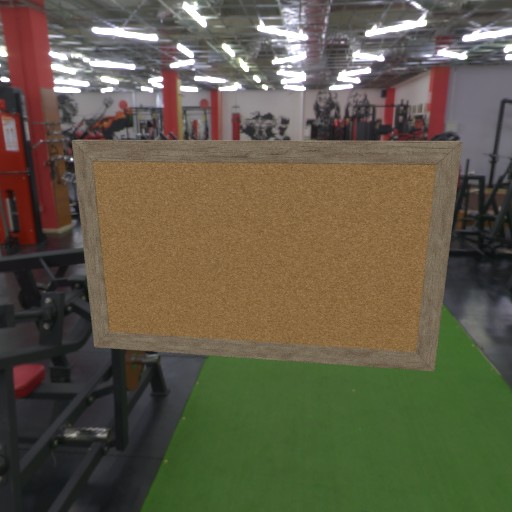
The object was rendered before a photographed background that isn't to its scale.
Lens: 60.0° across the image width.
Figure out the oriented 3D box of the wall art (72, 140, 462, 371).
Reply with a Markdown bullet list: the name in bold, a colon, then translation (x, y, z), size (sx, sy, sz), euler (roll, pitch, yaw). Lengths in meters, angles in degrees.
- **wall art**: translation (0.000, 0.000, 0.953), size (0.780, 0.480, 0.021), euler (2, 16, 8)
